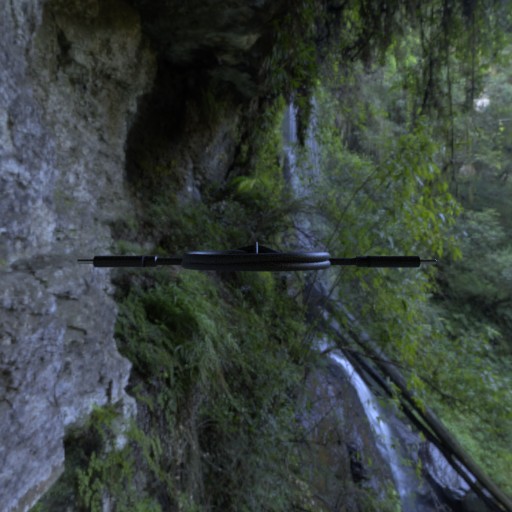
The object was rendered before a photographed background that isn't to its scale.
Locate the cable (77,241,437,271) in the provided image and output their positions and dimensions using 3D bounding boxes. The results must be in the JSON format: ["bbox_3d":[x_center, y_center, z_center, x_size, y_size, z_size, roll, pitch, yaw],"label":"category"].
[{"bbox_3d":[0.000,0.000,0.208,0.186,0.014,0.070,0,1,0],"label":"cable"}]
